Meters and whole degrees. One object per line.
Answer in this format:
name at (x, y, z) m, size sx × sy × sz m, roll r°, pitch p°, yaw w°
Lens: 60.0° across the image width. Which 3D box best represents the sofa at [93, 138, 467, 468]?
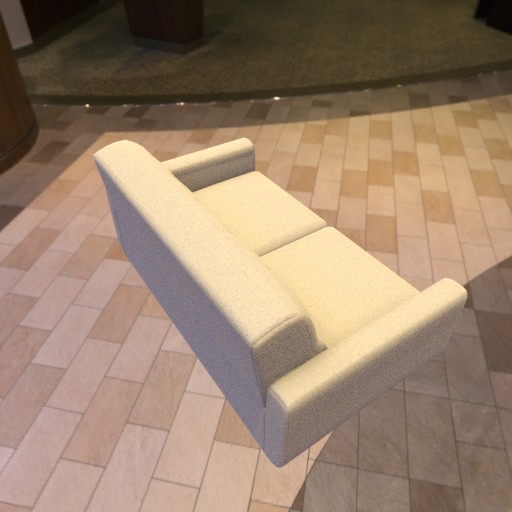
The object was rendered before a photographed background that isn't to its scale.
sofa at (0.000, 0.000, 2.186) m, size 0.980 × 0.892 × 1.655 m, roll -24°, pitch 47°, yaw -25°
